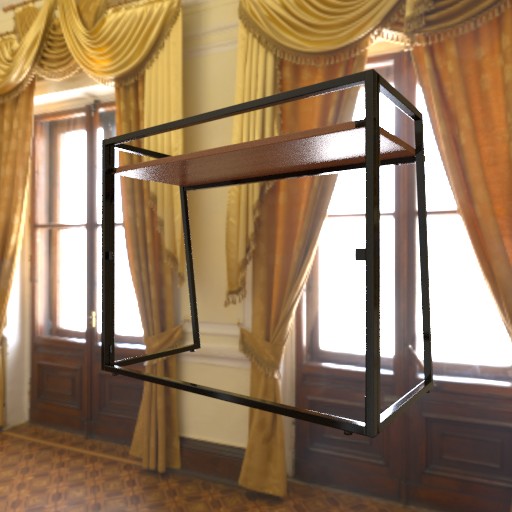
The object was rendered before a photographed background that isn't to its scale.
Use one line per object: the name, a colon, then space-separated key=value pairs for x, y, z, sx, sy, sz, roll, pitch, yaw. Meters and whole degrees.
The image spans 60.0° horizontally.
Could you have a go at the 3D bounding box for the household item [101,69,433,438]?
household item: x=0.000 y=0.000 z=1.534 sx=1.050 sy=0.860 sz=0.510 roll=0 pitch=0 yaw=36
